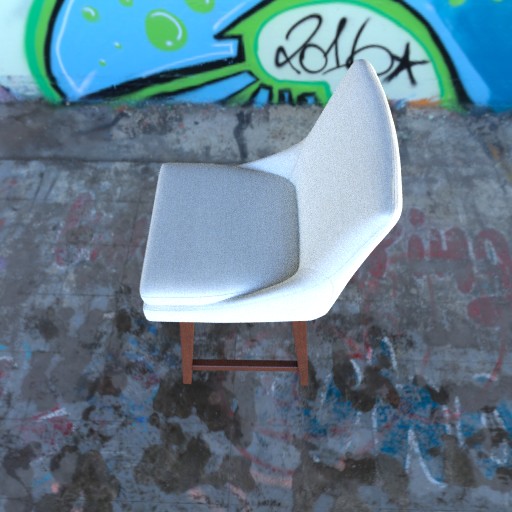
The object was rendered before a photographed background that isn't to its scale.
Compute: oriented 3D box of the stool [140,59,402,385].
[{"bbox_3d":[0.000,0.000,1.288,0.559,0.991,0.469,1,58,0],"label":"stool"}]
